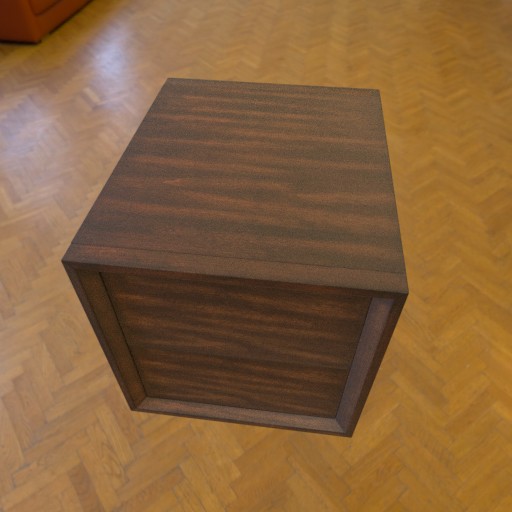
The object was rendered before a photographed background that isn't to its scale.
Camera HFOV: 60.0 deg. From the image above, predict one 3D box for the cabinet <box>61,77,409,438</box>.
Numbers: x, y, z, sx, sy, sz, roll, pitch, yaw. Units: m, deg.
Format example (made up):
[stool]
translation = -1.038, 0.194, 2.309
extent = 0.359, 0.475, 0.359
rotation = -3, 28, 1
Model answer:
[cabinet]
translation = 0.000, 0.000, 0.840
extent = 0.402, 0.455, 0.500
rotation = 5, 47, 5
